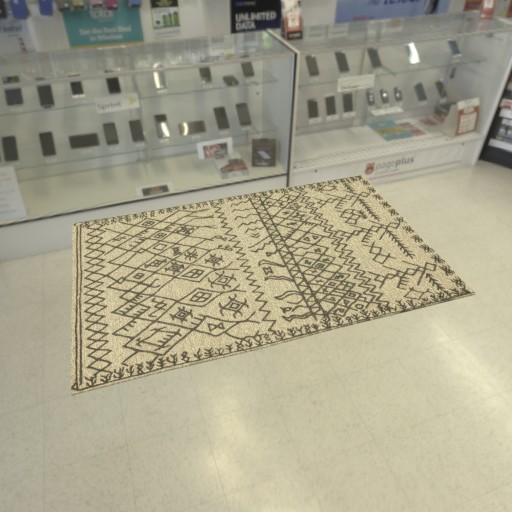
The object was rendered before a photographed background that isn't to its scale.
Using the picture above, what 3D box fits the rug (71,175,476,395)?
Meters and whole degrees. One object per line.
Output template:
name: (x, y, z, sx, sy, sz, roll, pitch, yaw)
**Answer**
rug: (0.000, 0.000, 3.081, 2.444, 0.012, 1.530, -11, 42, -13)
